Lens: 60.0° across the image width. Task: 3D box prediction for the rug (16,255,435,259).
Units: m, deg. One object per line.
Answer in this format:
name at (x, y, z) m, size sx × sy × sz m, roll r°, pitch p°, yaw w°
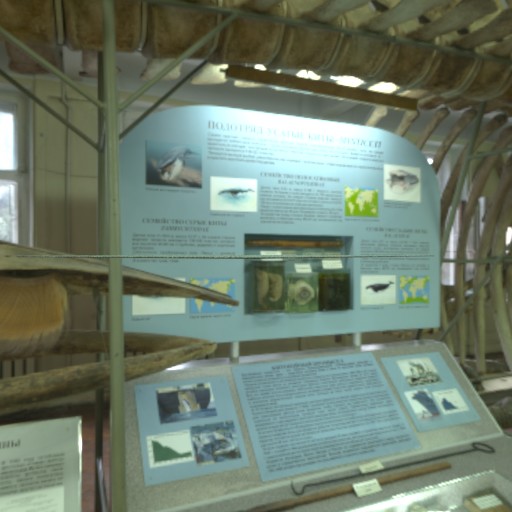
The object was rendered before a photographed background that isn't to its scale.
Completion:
rug at (0.000, 0.000, 5.030) m, size 2.894 × 0.011 × 3.957 m, roll 0°, pitch 0°, yaw 36°
